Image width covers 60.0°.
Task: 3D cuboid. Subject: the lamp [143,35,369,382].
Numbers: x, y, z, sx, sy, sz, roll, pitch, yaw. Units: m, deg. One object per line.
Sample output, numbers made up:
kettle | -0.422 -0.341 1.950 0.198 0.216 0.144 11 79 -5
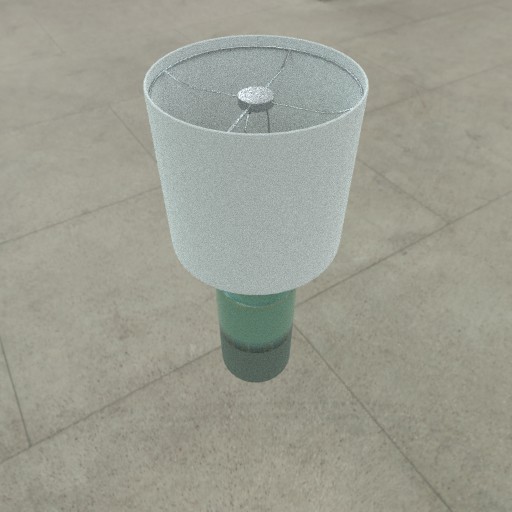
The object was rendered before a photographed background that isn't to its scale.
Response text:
lamp | 0.000 0.000 0.599 0.212 0.493 0.212 16 48 15
